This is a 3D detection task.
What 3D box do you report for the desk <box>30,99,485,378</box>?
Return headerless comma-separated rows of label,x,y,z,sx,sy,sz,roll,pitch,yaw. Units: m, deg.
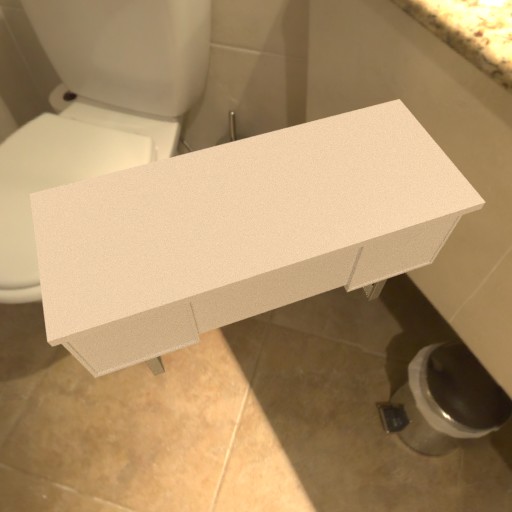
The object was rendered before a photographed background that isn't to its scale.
desk,0.000,0.000,1.918,1.530,0.773,0.603,-17,59,-11
